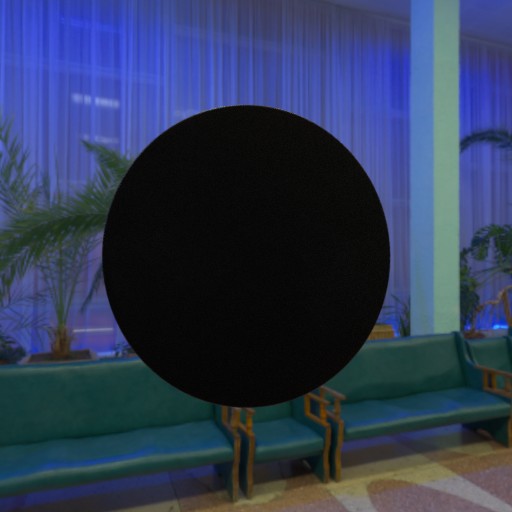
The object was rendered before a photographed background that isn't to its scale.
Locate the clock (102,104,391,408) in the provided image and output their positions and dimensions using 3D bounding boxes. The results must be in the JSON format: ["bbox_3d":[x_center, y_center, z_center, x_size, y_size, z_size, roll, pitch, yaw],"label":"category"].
[{"bbox_3d":[0.000,0.000,0.478,0.314,0.314,0.040,0,-1,-18],"label":"clock"}]
